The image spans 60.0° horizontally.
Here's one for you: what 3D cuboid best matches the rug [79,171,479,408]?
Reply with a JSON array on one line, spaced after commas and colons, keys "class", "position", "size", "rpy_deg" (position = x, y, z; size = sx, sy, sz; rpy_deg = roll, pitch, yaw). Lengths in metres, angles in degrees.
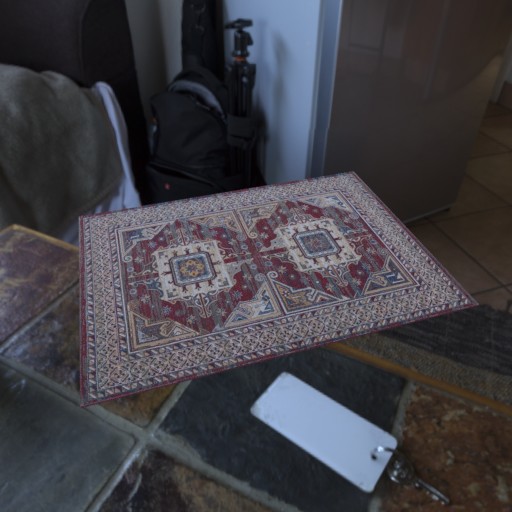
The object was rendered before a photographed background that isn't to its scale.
[{"class": "rug", "position": [0.000, 0.000, 2.897], "size": [2.210, 0.011, 1.599], "rpy_deg": [-11, 42, -13]}]
